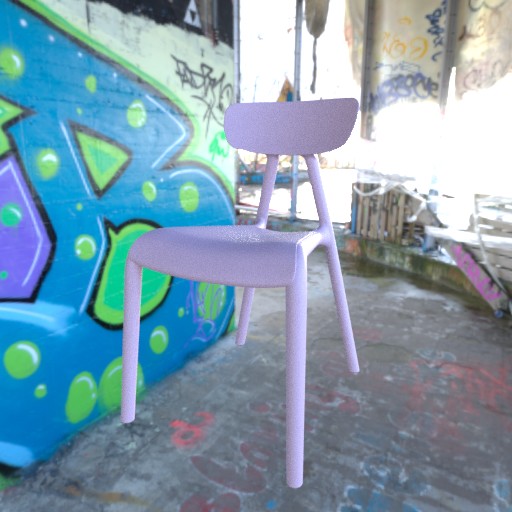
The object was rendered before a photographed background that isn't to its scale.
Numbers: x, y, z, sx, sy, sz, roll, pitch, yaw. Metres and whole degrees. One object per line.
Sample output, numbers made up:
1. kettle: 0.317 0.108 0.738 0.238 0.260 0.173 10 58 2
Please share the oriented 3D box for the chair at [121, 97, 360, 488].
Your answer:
1. chair: 0.000 0.000 0.830 0.356 0.580 0.401 7 16 27
